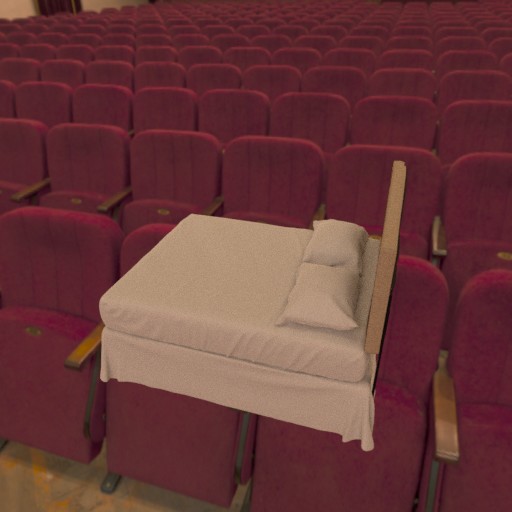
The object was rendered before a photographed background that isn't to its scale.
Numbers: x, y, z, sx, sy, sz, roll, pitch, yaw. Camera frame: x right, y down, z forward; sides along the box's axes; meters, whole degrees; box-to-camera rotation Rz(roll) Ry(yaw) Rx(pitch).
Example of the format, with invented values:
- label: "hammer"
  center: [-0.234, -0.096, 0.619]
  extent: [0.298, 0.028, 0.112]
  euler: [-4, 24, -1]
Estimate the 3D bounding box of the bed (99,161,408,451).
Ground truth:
- label: "bed"
  center: [0.000, 0.000, 3.573]
  extent: [2.221, 1.645, 1.876]
  euler: [9, 31, 15]
